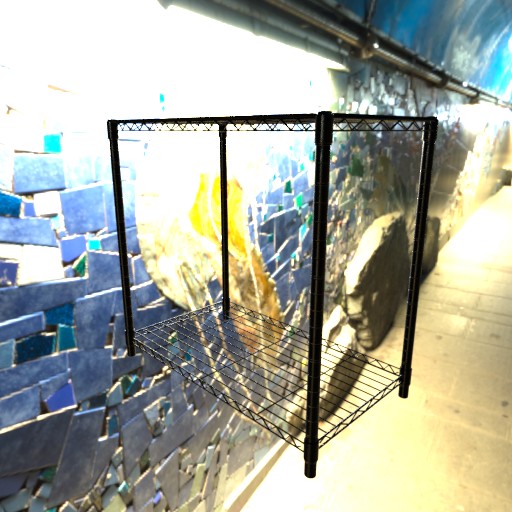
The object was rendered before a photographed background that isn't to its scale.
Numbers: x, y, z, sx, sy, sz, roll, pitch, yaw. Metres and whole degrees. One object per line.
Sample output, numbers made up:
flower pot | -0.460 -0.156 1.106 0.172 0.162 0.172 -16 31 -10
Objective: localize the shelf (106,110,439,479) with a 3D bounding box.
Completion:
shelf | 0.000 0.000 0.945 0.338 0.564 0.589 -15 22 -43
